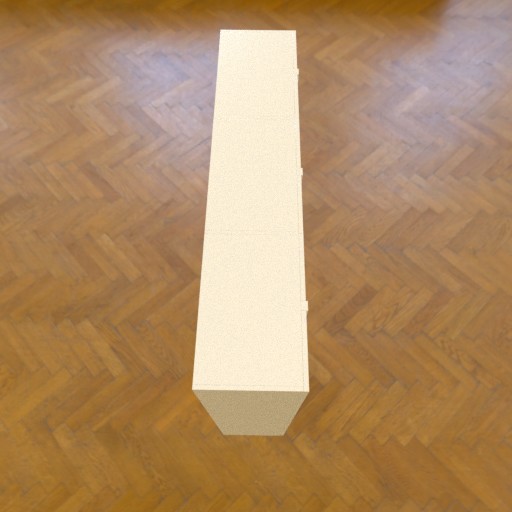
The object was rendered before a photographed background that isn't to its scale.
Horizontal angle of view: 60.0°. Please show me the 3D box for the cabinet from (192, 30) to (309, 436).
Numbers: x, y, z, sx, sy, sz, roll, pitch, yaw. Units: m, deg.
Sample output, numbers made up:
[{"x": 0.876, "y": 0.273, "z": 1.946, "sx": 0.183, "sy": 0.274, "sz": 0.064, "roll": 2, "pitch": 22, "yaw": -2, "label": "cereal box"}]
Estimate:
[{"x": 0.000, "y": 0.000, "z": 3.860, "sx": 0.590, "sy": 2.370, "sz": 2.700, "roll": 1, "pitch": 63, "yaw": 0, "label": "cabinet"}]
